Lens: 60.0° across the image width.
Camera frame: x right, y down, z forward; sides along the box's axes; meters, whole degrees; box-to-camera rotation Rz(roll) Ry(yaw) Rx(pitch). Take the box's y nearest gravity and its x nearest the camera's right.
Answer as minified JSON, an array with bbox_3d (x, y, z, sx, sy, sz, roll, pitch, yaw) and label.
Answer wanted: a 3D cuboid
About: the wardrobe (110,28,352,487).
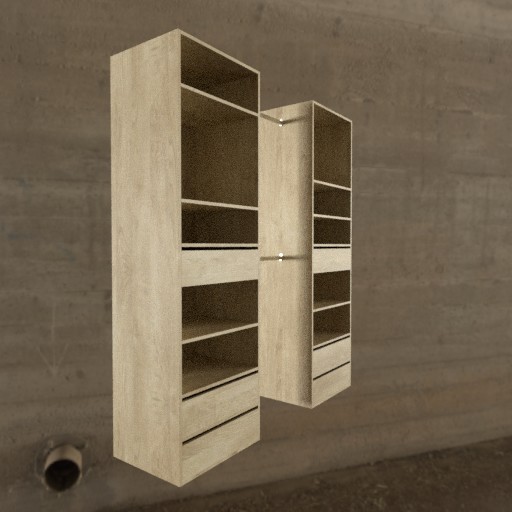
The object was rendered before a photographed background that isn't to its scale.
[{"bbox_3d":[0.000,0.000,2.784,0.480,2.000,1.770,1,2,37],"label":"wardrobe"}]
